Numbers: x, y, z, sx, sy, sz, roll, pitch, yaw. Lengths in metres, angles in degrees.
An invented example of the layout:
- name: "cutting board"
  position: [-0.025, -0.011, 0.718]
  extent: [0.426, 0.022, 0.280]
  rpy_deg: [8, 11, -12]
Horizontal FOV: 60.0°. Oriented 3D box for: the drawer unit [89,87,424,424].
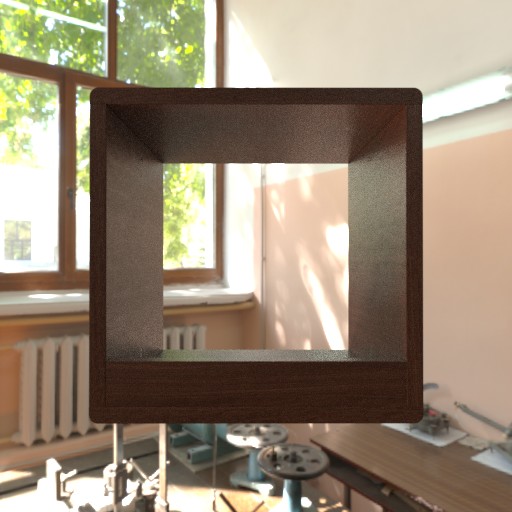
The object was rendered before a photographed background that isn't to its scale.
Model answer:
- name: "drawer unit"
  position: [0.000, 0.000, 0.608]
  extent: [0.349, 0.351, 0.290]
  rpy_deg: [0, 0, 0]
